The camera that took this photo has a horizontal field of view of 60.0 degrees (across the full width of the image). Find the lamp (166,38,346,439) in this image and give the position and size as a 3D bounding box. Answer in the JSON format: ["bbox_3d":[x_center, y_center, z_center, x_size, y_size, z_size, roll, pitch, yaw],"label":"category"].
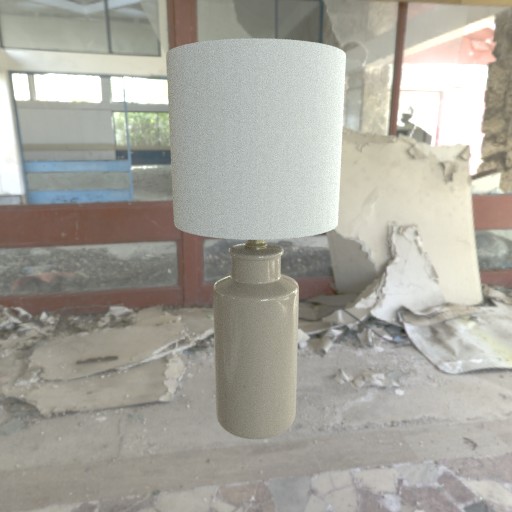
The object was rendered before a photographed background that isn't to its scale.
[{"bbox_3d":[0.000,0.000,0.595,0.212,0.493,0.212,7,17,25],"label":"lamp"}]
